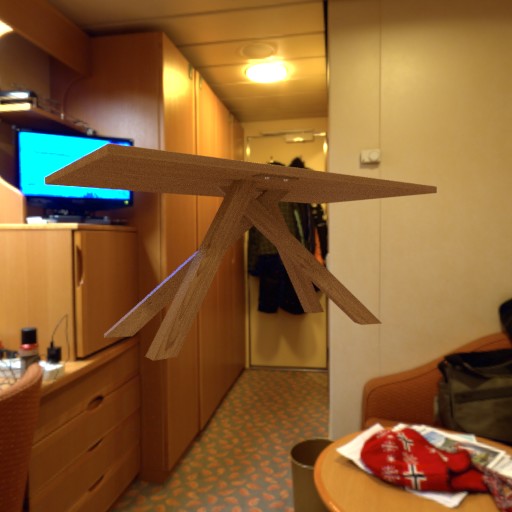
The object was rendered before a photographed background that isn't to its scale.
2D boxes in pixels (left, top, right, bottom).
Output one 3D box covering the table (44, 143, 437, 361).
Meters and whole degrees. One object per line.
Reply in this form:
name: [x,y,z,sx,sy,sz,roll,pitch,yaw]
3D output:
table: [0.000,0.000,2.261,1.797,0.750,0.901,-1,2,-37]
